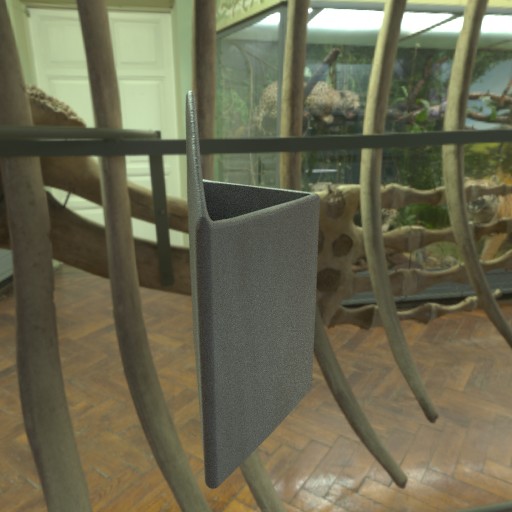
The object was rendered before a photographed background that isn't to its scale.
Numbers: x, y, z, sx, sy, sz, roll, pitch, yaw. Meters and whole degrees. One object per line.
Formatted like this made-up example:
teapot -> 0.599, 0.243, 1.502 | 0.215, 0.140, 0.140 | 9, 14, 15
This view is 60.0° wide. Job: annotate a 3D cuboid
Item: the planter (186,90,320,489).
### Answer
planter -> 0.000, 0.000, 0.277 | 0.080, 0.194, 0.163 | -3, 17, -9
